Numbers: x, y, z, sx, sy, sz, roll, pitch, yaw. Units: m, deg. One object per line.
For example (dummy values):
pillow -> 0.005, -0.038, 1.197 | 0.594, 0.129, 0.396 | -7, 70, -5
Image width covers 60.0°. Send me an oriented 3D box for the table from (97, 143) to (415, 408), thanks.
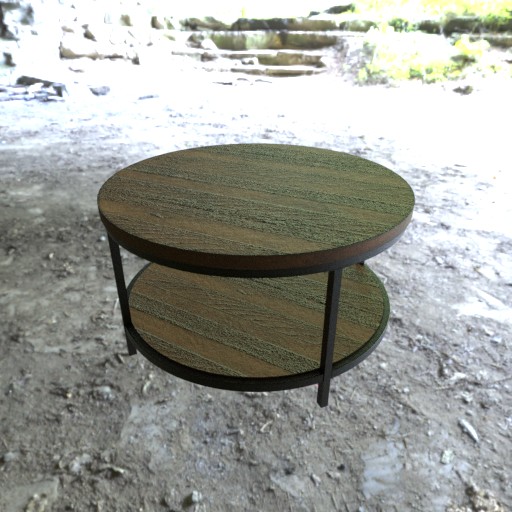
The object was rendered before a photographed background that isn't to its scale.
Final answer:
table -> 0.000, 0.000, 1.333 | 0.837, 0.462, 0.837 | 0, 29, 0
